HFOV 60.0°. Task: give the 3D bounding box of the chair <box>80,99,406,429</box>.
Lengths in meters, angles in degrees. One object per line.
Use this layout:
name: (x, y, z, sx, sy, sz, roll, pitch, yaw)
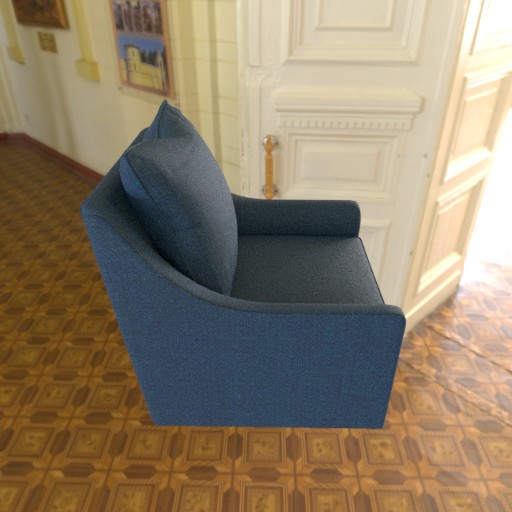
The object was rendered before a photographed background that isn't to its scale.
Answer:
chair: (0.000, 0.000, 1.563, 0.870, 0.939, 0.750, 1, 32, 1)
